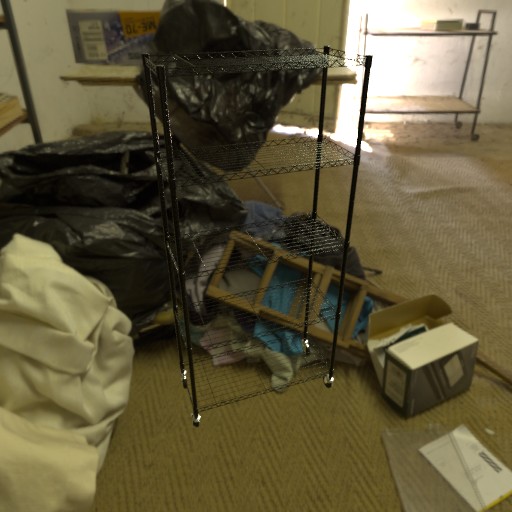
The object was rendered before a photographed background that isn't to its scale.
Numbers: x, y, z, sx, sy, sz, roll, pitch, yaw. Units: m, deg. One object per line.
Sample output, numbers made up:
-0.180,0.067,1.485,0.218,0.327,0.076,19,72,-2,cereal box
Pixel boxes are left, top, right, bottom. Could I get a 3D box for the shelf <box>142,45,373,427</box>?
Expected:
0.000,0.000,1.972,0.762,1.645,0.356,-11,33,-17,shelf
